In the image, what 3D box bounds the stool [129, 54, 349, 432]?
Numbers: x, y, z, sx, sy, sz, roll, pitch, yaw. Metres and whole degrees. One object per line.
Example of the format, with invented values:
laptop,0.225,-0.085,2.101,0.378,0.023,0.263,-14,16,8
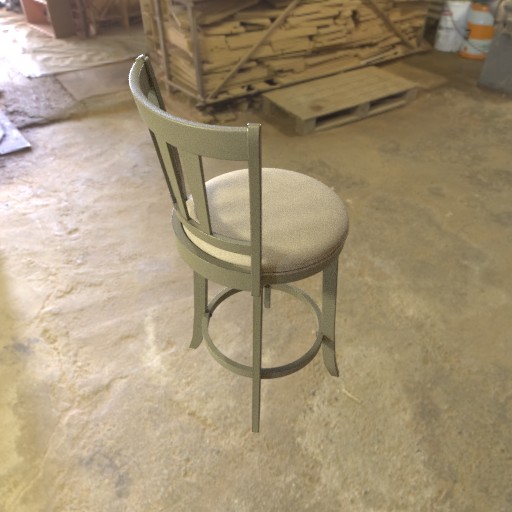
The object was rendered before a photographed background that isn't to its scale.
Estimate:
stool,0.000,0.000,1.214,0.486,0.994,0.450,-25,47,-26
